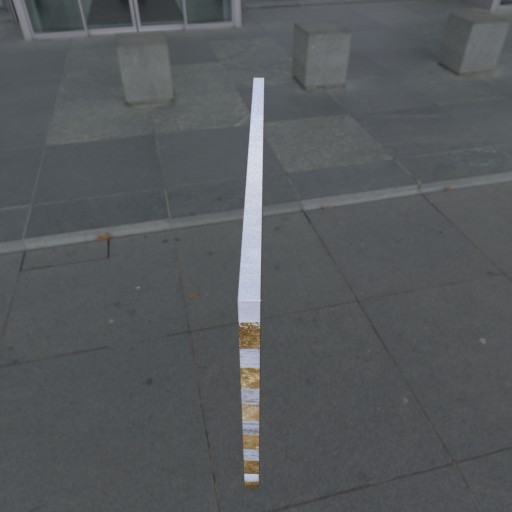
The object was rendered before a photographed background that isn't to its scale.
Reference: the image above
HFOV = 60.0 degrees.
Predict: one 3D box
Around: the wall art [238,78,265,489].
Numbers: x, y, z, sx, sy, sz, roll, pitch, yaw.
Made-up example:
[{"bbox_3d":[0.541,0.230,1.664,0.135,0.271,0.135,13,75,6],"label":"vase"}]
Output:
[{"bbox_3d":[0.000,0.000,1.447,0.041,0.762,1.145,1,40,1],"label":"wall art"}]
